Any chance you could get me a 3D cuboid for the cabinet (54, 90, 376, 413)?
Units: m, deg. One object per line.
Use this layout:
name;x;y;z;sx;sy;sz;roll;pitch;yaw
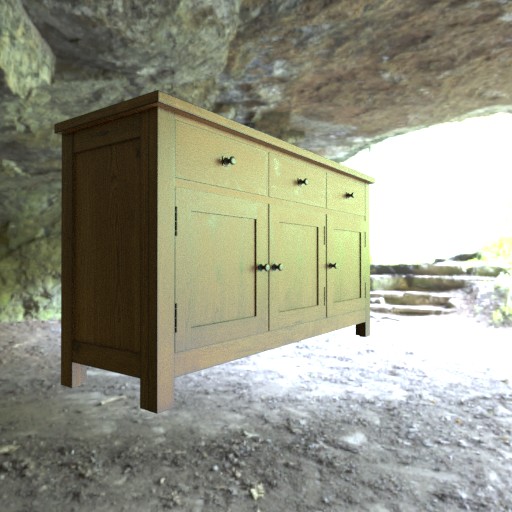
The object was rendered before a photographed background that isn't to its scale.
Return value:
cabinet;0.000;0.000;1.829;0.480;0.813;1.474;0;-1;36
